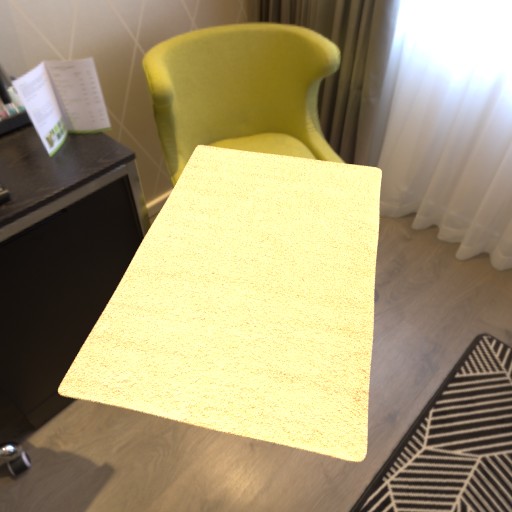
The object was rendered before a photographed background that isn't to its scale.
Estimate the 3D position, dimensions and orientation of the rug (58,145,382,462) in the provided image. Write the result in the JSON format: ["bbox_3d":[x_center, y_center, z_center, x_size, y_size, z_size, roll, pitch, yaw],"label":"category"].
[{"bbox_3d":[0.000,0.000,3.370,1.798,0.025,2.698,9,47,9],"label":"rug"}]
